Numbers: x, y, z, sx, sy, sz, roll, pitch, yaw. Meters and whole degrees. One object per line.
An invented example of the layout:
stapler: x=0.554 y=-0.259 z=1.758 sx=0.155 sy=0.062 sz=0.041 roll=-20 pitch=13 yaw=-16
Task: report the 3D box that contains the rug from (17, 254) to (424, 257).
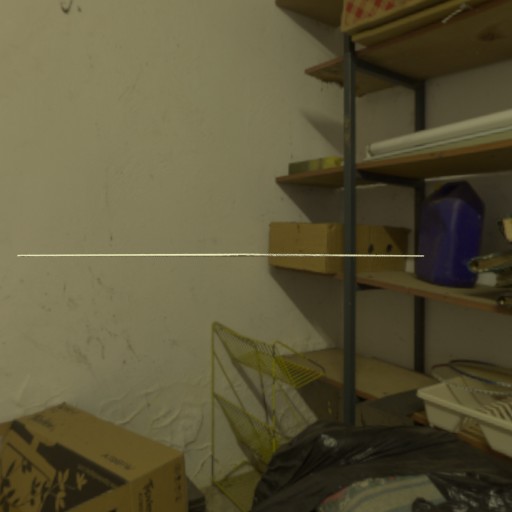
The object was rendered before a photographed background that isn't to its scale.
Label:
rug: x=0.000 y=0.000 z=2.862 sx=1.522 sy=0.008 sz=2.284 roll=0 pitch=0 yaw=35
